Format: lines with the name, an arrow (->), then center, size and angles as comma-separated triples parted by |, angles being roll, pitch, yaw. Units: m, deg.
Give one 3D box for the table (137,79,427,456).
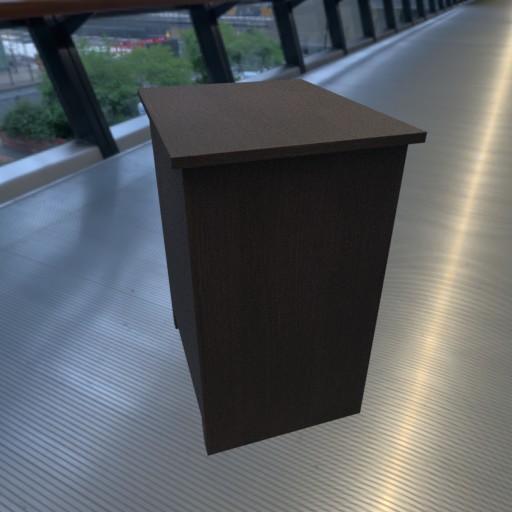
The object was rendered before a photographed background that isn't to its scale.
table -> 0.000, 0.000, 0.968 | 0.381, 0.635, 0.480 | -9, 32, -15
